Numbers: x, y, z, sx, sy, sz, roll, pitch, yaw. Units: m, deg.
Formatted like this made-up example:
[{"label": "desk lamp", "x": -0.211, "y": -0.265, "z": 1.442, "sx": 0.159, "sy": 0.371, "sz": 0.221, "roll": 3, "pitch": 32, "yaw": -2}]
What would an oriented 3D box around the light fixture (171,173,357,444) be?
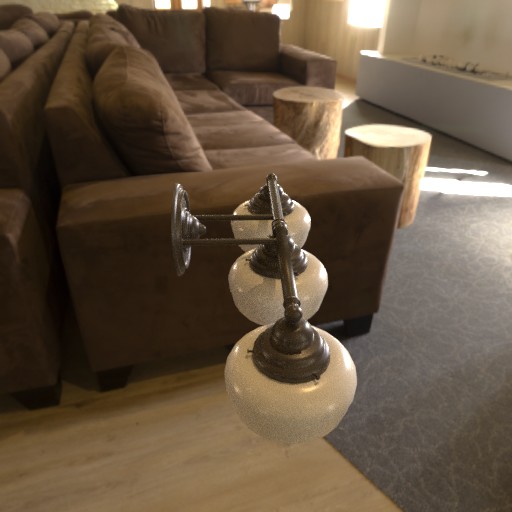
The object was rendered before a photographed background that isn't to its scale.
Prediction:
[{"label": "light fixture", "x": 0.000, "y": 0.000, "z": 0.714, "sx": 0.239, "sy": 0.242, "sz": 0.587, "roll": -1, "pitch": 31, "yaw": -1}]
